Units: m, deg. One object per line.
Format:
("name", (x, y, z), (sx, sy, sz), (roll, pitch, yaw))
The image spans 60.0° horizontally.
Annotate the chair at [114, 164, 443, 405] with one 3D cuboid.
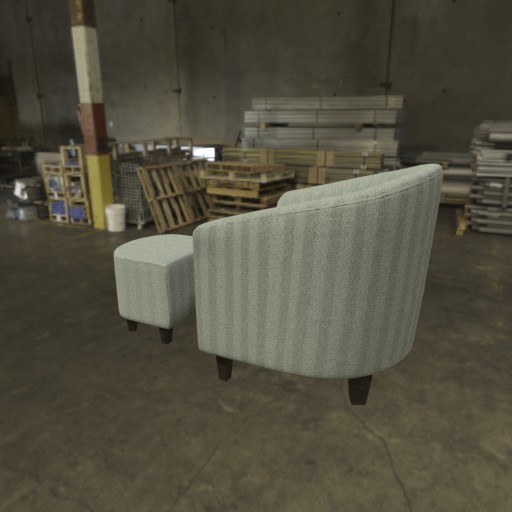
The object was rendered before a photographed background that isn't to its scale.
("chair", (0.000, 0.000, 1.742), (1.288, 0.757, 0.756), (8, 19, 25))
